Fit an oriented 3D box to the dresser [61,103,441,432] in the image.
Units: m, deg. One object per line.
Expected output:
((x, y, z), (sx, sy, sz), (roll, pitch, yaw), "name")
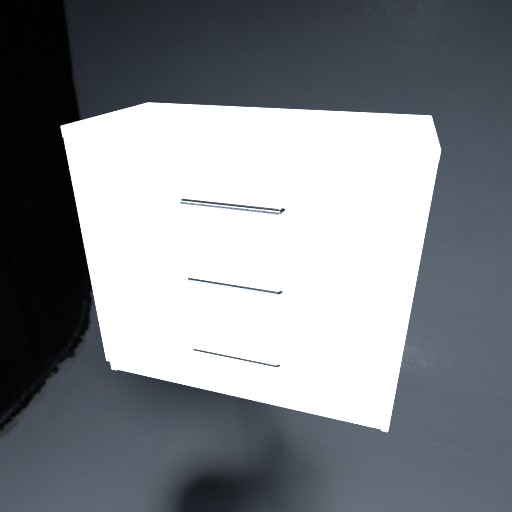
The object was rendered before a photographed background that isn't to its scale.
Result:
((0.000, 0.000, 1.253), (0.830, 0.740, 0.420), (8, 28, 15), "dresser")
